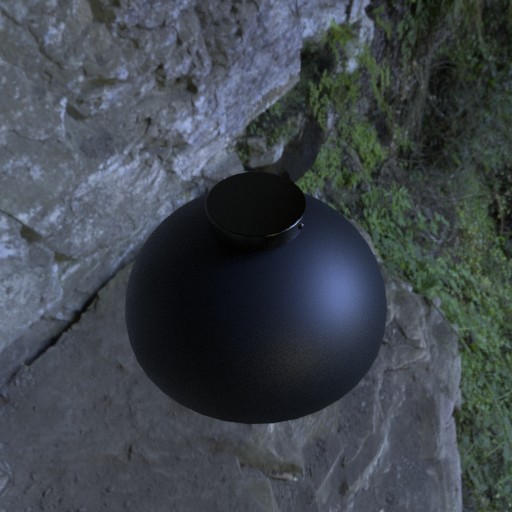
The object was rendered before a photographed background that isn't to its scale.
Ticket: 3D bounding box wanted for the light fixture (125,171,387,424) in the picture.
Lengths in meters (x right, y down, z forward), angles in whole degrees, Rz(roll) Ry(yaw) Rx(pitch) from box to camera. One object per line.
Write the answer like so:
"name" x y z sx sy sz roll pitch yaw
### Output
"light fixture" 0.000 0.000 0.557 0.355 0.177 0.355 0 47 0
